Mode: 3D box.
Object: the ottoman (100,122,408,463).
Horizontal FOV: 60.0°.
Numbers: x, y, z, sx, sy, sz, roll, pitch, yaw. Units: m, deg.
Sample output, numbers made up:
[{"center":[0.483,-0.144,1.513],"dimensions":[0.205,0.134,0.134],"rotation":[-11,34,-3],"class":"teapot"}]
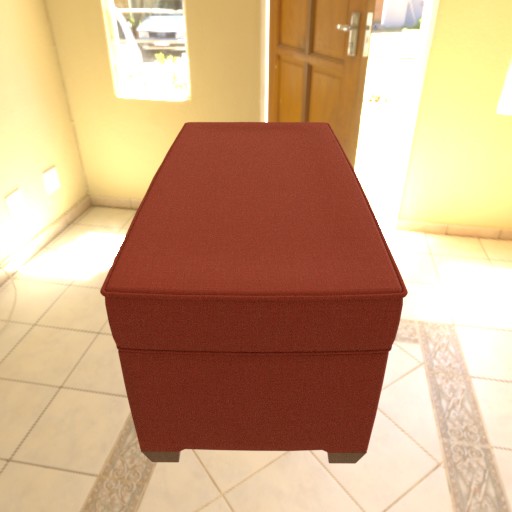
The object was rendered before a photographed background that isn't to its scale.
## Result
[{"center":[0.000,0.000,1.173],"dimensions":[0.497,0.454,0.948],"rotation":[0,32,0],"class":"ottoman"}]
